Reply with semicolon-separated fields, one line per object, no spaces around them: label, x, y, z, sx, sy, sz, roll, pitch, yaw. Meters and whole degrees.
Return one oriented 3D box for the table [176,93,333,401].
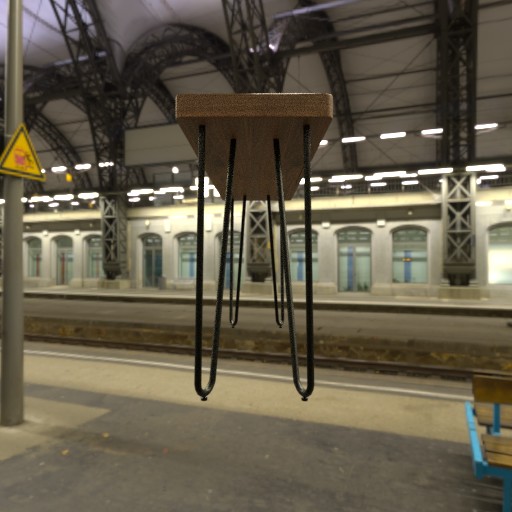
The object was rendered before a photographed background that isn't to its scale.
table;0.000;0.000;1.949;0.425;0.834;1.570;0;-1;0
